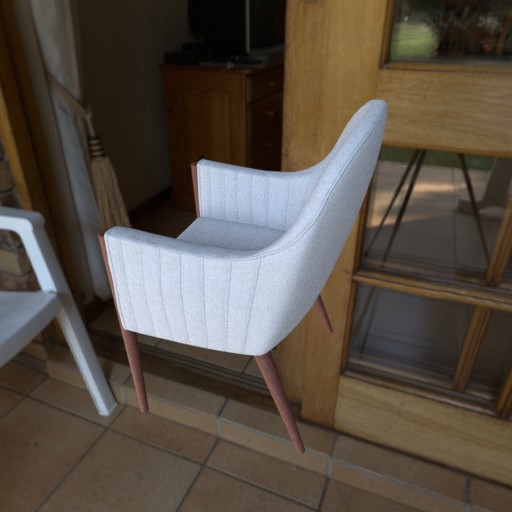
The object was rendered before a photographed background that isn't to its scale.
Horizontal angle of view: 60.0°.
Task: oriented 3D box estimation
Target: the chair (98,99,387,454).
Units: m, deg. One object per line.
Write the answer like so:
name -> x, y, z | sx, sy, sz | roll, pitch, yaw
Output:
chair -> 0.000, 0.000, 1.288 | 0.620, 0.889, 0.610 | 9, 31, 14
